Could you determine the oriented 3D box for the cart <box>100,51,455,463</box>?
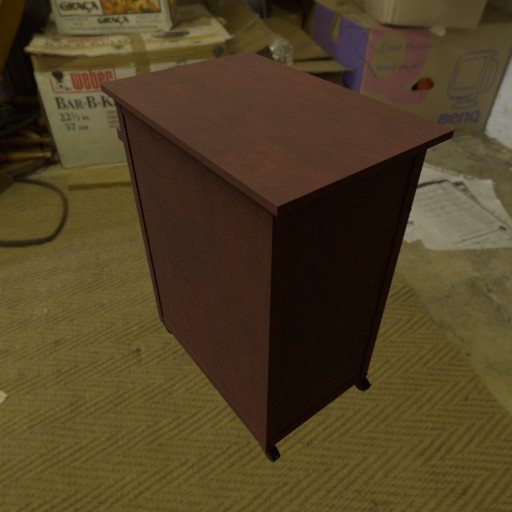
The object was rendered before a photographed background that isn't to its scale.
[{"bbox_3d":[0.000,0.000,1.235,0.442,0.864,0.683,-26,46,-28],"label":"cart"}]
